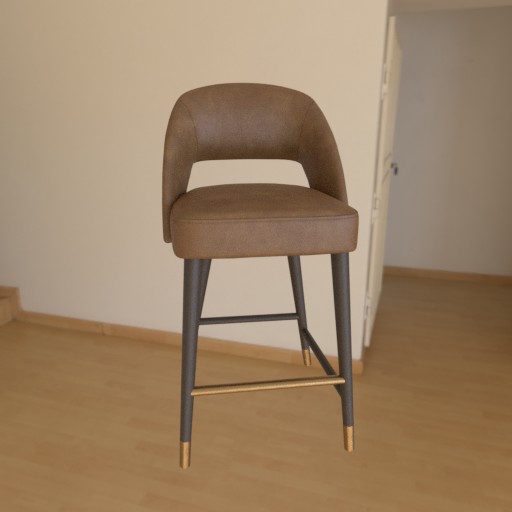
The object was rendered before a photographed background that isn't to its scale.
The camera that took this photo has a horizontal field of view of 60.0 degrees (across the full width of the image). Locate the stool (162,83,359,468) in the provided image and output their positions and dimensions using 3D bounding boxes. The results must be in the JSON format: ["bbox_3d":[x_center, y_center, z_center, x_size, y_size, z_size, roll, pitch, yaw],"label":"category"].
[{"bbox_3d":[0.000,0.000,1.235,0.494,0.940,0.509,-2,17,-8],"label":"stool"}]
